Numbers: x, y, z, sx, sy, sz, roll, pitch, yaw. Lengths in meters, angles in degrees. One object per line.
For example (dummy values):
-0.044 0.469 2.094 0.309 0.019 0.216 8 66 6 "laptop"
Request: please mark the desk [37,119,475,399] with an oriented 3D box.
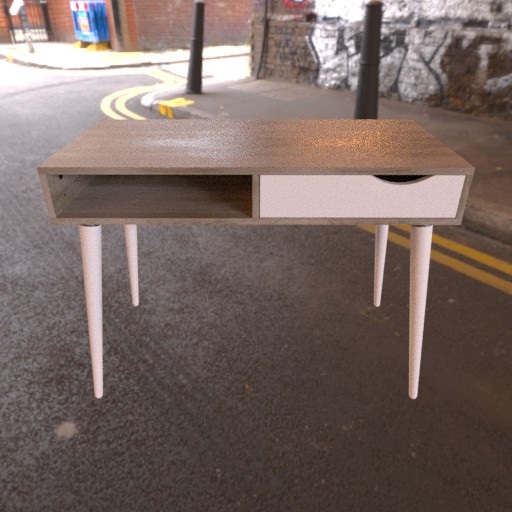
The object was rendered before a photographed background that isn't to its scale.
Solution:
0.000 0.000 1.372 0.979 0.723 0.491 0 30 0 "desk"
